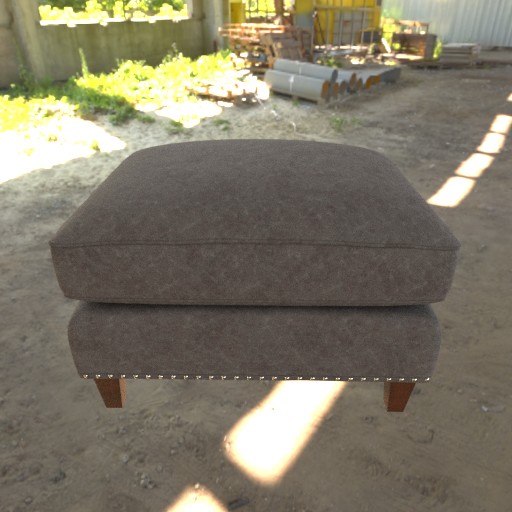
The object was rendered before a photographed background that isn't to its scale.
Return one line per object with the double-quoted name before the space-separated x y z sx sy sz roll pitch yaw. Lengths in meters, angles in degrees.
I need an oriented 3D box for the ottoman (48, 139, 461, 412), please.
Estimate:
"ottoman" 0.000 0.000 1.102 0.741 0.513 0.584 0 29 1
